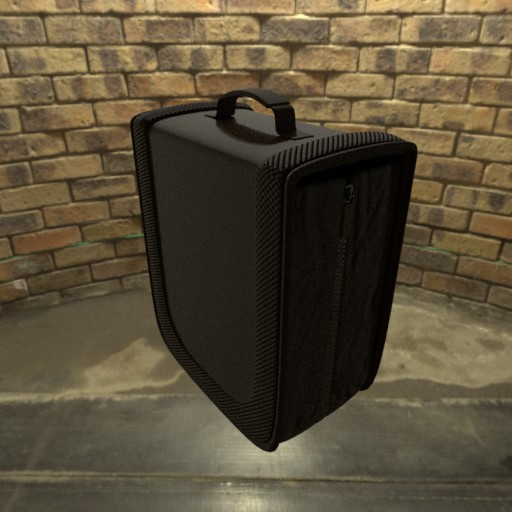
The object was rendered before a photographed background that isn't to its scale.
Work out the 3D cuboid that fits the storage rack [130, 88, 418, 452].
[{"bbox_3d":[0.000,0.000,0.546,0.168,0.387,0.297,-19,33,-33],"label":"storage rack"}]
